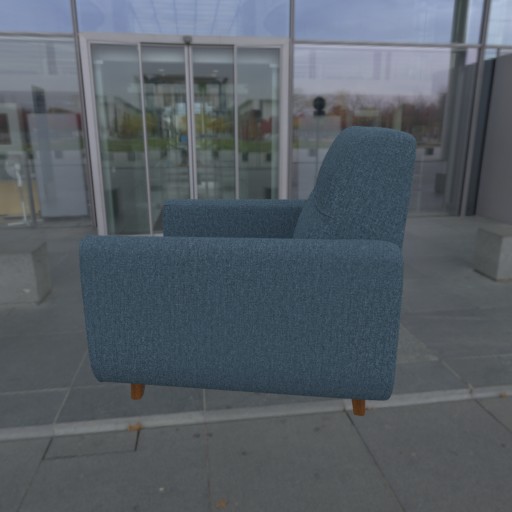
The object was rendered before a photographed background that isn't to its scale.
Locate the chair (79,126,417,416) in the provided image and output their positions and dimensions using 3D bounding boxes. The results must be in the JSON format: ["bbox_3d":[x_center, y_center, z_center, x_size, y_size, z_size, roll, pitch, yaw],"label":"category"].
[{"bbox_3d":[0.000,0.000,1.671,0.964,0.940,0.880,2,16,7],"label":"chair"}]
